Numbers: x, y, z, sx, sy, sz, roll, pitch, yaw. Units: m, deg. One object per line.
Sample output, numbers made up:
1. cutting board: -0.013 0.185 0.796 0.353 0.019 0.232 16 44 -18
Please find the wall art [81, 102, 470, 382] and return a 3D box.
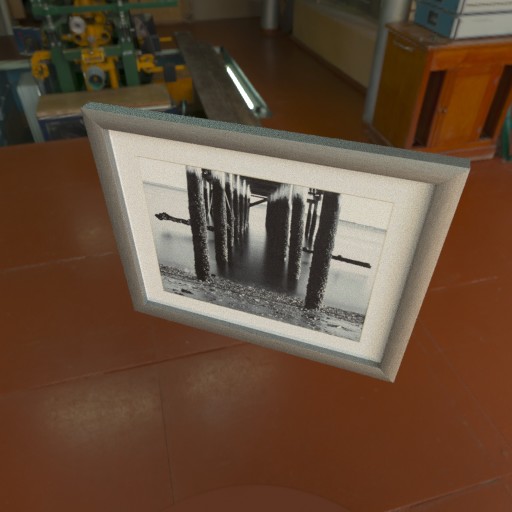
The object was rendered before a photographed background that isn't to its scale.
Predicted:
1. wall art: 0.000 0.000 0.761 0.556 0.457 0.028 13 43 14
